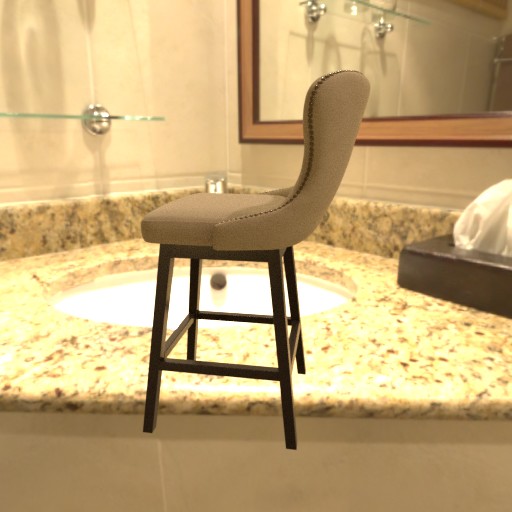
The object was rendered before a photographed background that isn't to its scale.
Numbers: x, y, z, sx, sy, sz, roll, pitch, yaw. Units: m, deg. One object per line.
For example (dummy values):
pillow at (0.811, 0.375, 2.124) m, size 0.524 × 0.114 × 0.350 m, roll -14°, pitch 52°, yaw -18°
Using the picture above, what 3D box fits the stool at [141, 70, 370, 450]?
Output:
stool at (0.000, 0.000, 1.308) m, size 0.593 × 0.971 × 0.528 m, roll 3°, pitch 16°, yaw 9°
